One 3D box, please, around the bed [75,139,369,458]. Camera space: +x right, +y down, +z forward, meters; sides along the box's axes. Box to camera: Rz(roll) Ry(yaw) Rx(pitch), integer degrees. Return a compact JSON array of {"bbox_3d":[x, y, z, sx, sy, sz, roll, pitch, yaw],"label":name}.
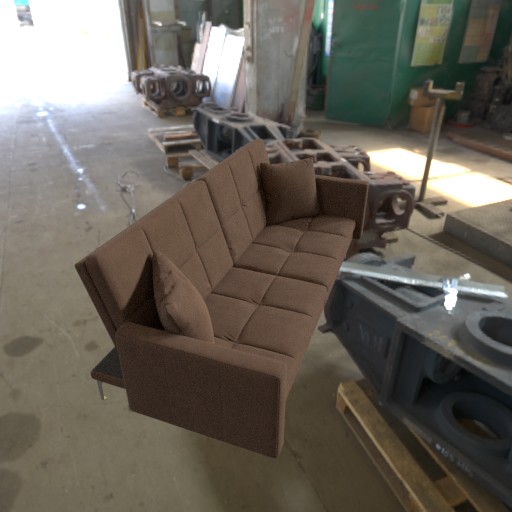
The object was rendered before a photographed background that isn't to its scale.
[{"bbox_3d":[0.000,0.000,2.369,0.889,0.787,1.905,11,31,18],"label":"bed"}]
